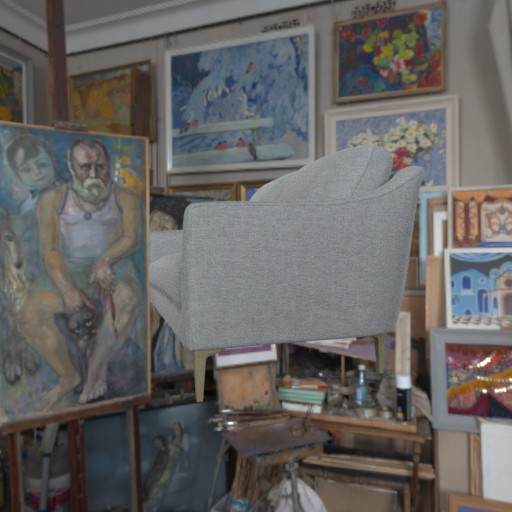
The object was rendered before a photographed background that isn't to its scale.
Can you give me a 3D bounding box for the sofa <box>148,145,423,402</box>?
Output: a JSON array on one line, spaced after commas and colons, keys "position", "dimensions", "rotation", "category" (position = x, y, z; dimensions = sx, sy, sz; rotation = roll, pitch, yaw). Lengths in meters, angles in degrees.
[{"position": [0.000, 0.000, 2.214], "dimensions": [0.960, 0.904, 1.619], "rotation": [0, 0, -17], "category": "sofa"}]
